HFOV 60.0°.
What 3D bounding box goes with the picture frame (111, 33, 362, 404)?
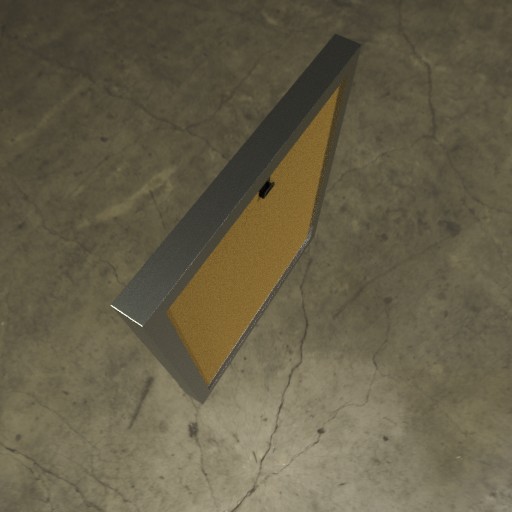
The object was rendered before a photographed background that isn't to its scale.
[{"bbox_3d":[0.000,0.000,1.360,0.073,0.968,0.839,30,68,14],"label":"picture frame"}]
